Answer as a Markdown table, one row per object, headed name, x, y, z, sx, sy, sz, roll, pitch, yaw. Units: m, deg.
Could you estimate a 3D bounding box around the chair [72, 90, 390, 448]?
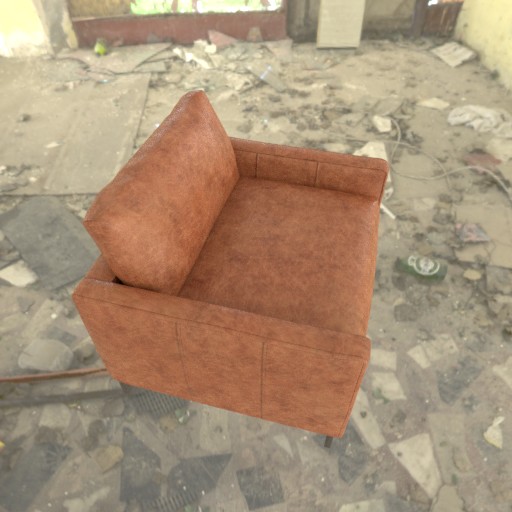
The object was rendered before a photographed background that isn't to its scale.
| name | x | y | z | sx | sy | sz | roll | pitch | yaw |
| --- | --- | --- | --- | --- | --- | --- | --- | --- | --- |
| chair | 0.000 | 0.000 | 1.629 | 0.862 | 0.869 | 0.967 | 11 | 47 | 10 |
